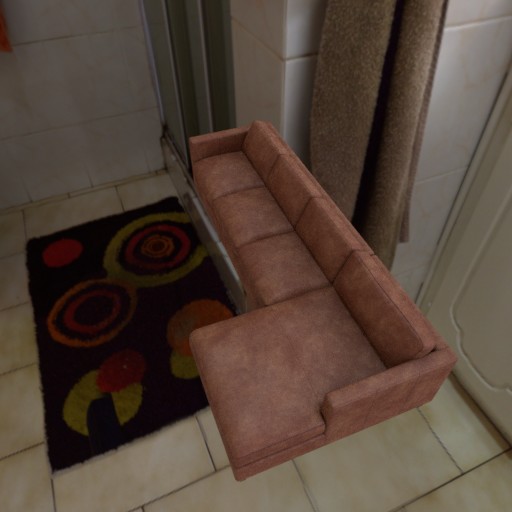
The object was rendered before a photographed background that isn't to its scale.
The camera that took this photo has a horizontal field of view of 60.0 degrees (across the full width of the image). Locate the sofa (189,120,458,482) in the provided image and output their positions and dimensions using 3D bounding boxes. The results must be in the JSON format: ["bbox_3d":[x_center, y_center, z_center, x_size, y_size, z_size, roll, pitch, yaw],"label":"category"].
[{"bbox_3d":[0.000,0.000,3.906,1.581,0.883,3.203,-16,49,-15],"label":"sofa"}]
